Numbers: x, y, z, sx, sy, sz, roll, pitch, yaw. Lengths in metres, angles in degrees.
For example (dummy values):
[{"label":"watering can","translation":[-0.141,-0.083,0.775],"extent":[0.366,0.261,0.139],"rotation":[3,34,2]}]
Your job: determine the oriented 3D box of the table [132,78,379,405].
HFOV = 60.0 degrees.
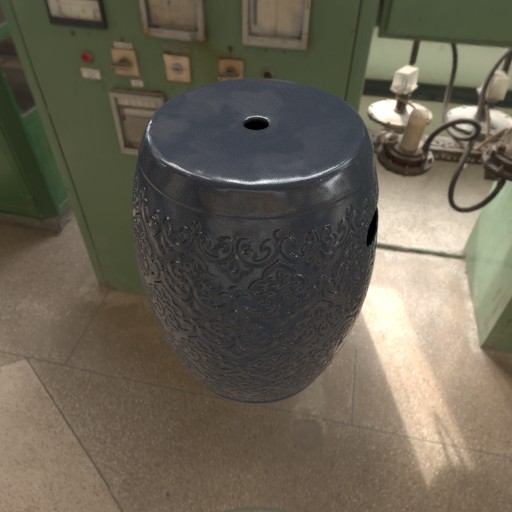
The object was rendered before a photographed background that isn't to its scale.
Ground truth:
[{"label":"table","translation":[0.000,0.000,0.604],"extent":[0.309,0.397,0.309],"rotation":[0,45,0]}]
